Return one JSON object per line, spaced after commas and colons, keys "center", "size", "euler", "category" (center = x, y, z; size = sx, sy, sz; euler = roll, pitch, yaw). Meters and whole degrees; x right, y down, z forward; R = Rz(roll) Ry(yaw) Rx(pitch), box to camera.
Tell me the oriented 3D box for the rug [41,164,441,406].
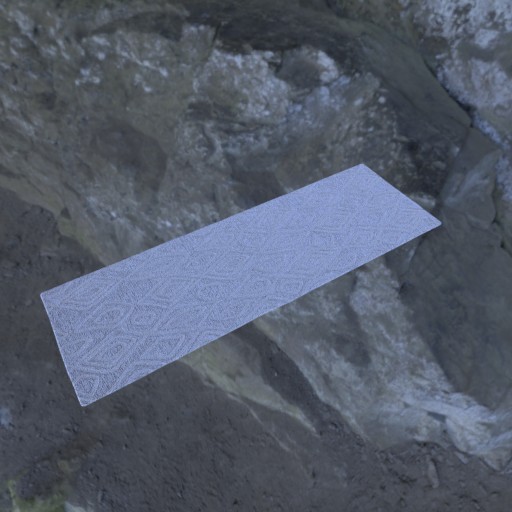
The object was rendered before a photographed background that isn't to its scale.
{"center": [0.000, 0.000, 2.754], "size": [2.436, 0.013, 0.807], "euler": [-24, 51, -21], "category": "rug"}
